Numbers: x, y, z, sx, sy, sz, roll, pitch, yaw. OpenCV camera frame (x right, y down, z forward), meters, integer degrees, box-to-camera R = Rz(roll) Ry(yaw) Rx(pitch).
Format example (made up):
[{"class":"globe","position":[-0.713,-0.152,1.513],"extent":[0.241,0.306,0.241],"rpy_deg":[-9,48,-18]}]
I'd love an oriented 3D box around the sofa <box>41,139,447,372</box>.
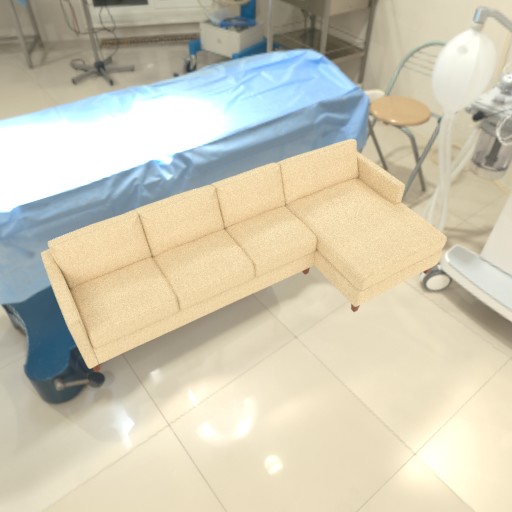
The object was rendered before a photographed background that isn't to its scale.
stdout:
[{"class":"sofa","position":[0.000,0.000,4.196],"extent":[3.471,0.954,1.603],"rpy_deg":[-23,49,-22]}]
